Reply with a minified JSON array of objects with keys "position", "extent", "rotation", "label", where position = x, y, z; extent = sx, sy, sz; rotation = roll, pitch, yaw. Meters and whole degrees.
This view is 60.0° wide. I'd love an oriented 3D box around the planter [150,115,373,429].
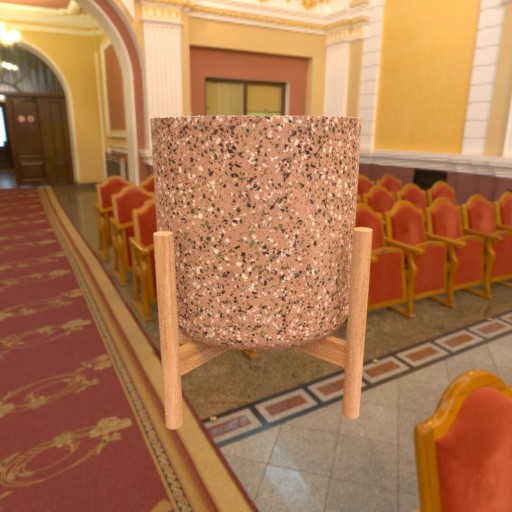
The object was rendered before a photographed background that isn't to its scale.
[{"position":[0.000,0.000,0.708],"extent":[0.360,0.419,0.360],"rotation":[-8,18,-27],"label":"planter"}]
